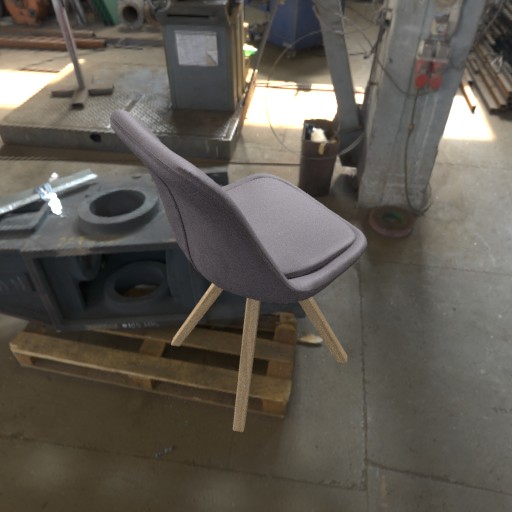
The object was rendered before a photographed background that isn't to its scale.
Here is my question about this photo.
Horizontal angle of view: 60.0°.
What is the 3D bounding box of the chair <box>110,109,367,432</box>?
[{"bbox_3d":[0.000,0.000,1.207,0.547,0.865,0.483,-26,48,-26],"label":"chair"}]
